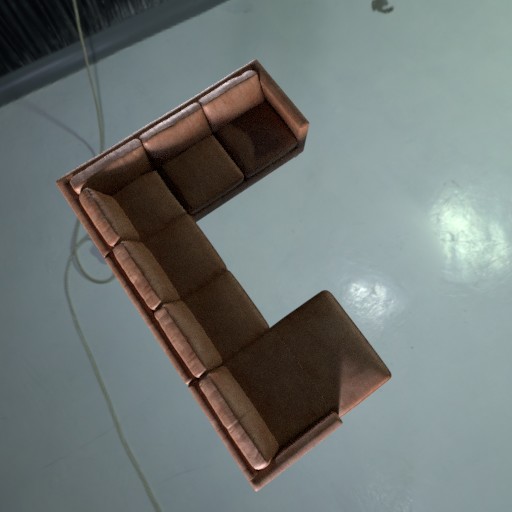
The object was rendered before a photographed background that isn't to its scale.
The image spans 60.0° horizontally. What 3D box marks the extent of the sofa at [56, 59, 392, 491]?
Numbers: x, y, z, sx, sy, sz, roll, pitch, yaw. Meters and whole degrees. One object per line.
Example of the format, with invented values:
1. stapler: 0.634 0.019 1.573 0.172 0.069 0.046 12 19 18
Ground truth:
1. sofa: 0.000 0.000 4.450 2.430 0.832 3.401 -35 78 -8
